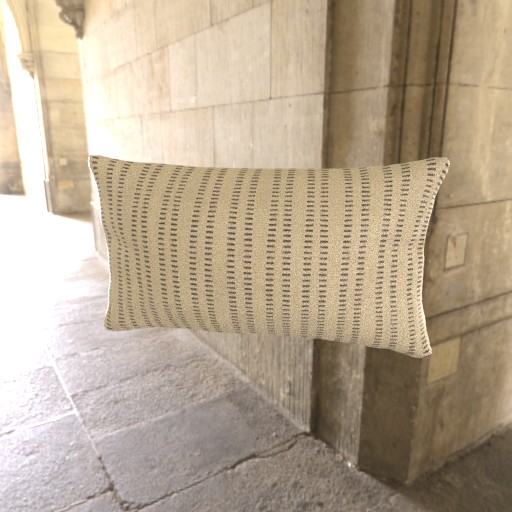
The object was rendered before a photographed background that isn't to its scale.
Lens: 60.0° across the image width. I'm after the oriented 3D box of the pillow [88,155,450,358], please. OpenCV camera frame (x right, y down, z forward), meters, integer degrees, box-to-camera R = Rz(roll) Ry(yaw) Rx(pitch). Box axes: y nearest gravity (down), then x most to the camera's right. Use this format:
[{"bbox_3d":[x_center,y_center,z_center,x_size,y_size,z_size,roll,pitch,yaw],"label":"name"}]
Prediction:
[{"bbox_3d":[0.000,0.000,0.801,0.640,0.353,0.210,3,15,10],"label":"pillow"}]
